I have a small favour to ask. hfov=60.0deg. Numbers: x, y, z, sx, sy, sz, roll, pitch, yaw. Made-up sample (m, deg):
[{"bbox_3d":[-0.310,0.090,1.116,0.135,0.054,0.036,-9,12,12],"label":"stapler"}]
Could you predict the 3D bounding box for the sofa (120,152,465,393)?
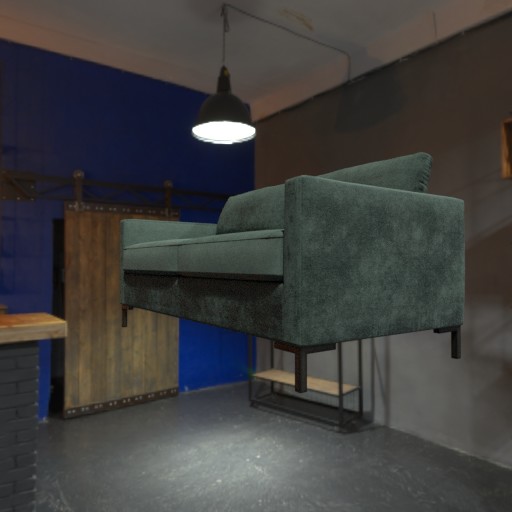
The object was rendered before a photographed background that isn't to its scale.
[{"bbox_3d":[0.000,0.000,2.166,0.875,0.817,1.676,1,-1,-35],"label":"sofa"}]
